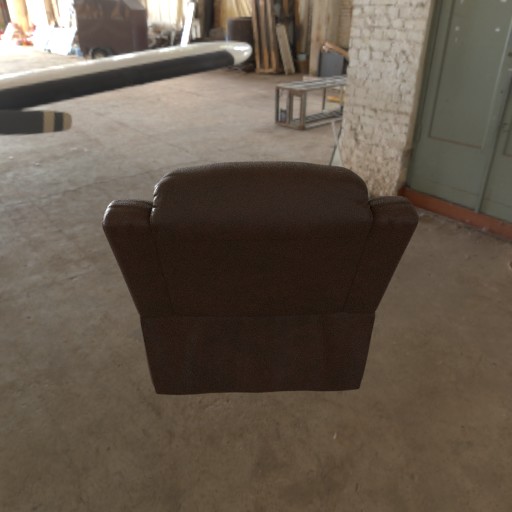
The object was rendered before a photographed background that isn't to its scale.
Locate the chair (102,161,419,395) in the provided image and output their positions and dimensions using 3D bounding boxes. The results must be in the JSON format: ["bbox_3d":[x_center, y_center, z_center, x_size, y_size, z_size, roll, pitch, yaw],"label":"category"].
[{"bbox_3d":[0.000,0.000,1.242,0.680,0.702,0.707,-1,29,-2],"label":"chair"}]
